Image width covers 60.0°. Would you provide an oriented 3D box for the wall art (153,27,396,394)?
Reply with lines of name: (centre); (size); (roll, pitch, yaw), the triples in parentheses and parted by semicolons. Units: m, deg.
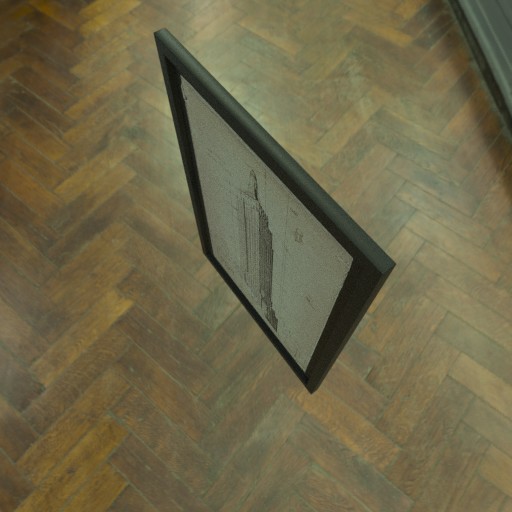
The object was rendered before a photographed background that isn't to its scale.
wall art: (0.000, 0.000, 0.543); (0.013, 0.431, 0.303); (-33, 67, -16)
